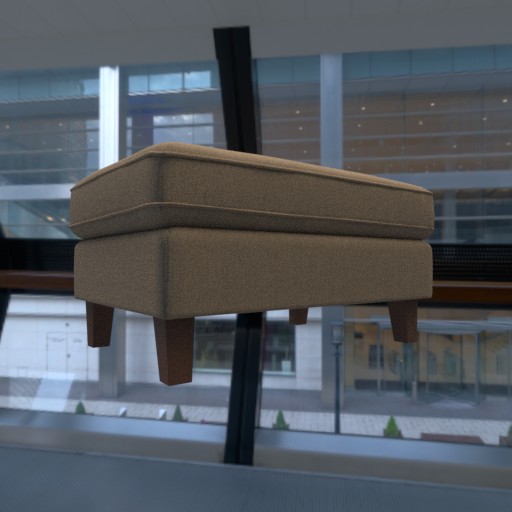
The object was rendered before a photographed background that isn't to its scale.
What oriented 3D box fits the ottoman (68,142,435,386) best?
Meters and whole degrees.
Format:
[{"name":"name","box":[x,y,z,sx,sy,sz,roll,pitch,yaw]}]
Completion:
[{"name":"ottoman","box":[0.000,0.000,1.320,0.945,0.521,0.636,1,-1,-37]}]
